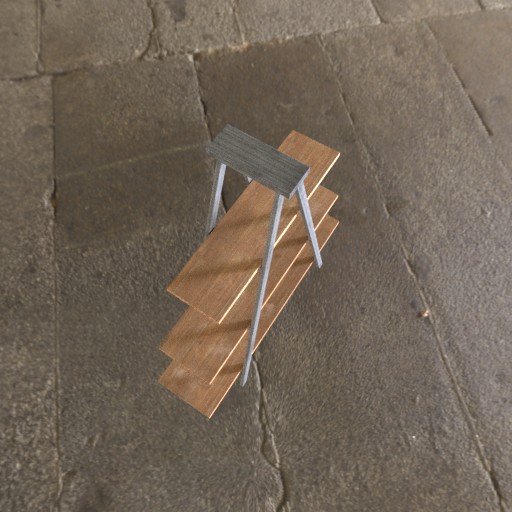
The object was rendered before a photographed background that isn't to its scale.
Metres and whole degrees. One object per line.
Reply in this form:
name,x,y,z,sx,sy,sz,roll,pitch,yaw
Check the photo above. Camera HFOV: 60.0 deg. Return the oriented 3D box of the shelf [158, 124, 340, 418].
shelf,0.000,0.000,2.634,0.508,1.808,1.746,31,68,14
